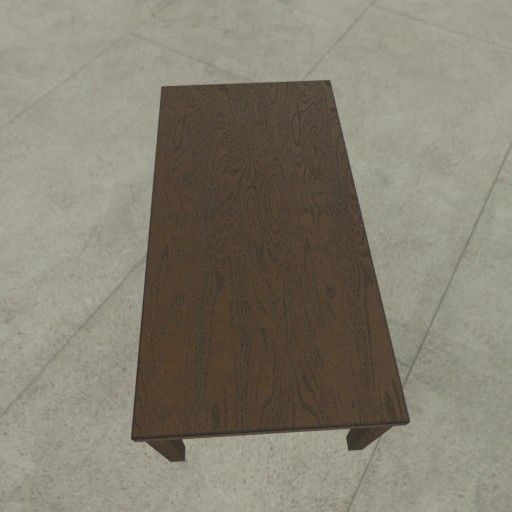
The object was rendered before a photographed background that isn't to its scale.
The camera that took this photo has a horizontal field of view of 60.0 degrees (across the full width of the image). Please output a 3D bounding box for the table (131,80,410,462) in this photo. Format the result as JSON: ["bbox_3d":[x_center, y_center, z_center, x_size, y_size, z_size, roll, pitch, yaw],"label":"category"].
[{"bbox_3d":[0.000,0.000,2.451,1.016,0.762,1.981,-3,58,-2],"label":"table"}]
